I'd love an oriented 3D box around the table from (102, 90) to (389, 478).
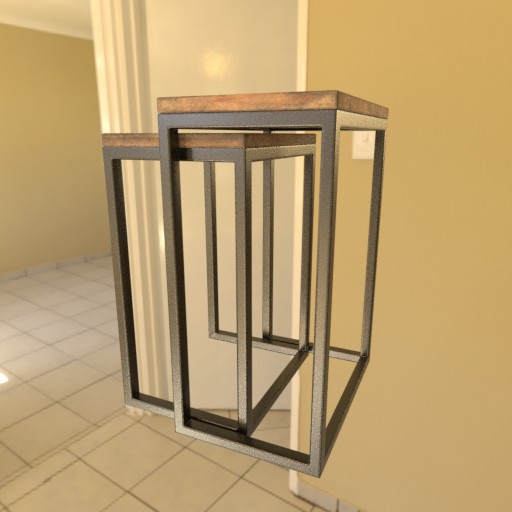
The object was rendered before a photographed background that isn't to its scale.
[{"bbox_3d":[0.000,0.000,0.950,0.460,0.615,0.456,8,17,26],"label":"table"}]
